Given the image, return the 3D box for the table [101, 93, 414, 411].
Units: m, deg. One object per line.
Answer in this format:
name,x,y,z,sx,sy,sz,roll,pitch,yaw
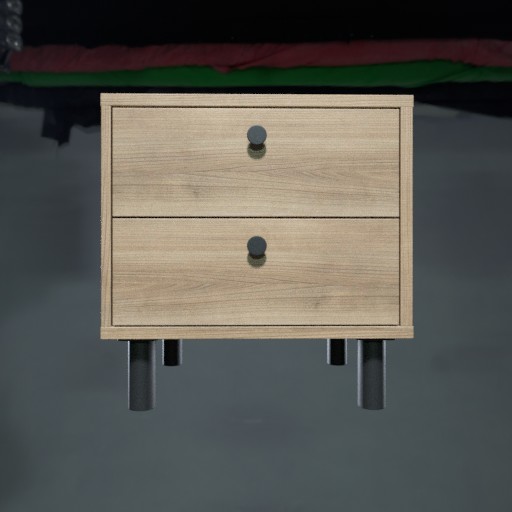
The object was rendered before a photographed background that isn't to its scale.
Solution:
table,0.000,0.000,0.805,0.445,0.460,0.380,0,0,-1
